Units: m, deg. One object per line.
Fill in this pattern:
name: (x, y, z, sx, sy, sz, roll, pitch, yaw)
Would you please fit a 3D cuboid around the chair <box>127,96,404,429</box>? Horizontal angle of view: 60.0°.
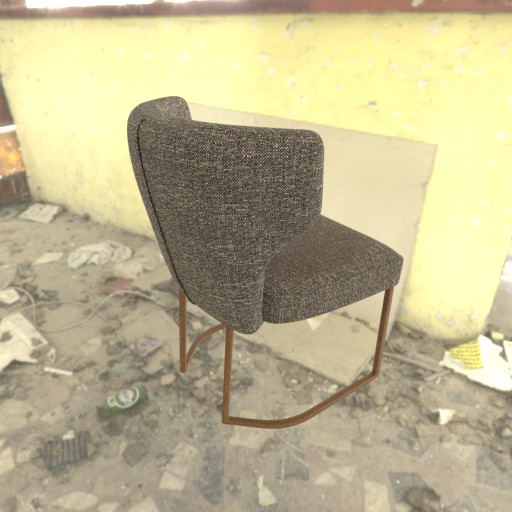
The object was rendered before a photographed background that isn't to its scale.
chair: (0.000, 0.000, 1.245, 0.617, 0.824, 0.611, -19, 33, -31)
